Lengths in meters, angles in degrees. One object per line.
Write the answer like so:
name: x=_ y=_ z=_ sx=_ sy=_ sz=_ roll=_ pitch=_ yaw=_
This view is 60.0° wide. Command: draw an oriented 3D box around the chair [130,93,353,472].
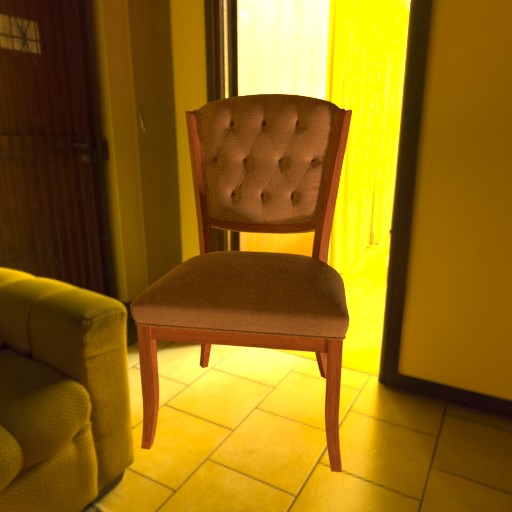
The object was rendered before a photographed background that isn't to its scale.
chair: x=0.000 y=0.000 z=1.253 sx=0.513 sy=0.905 sz=0.584 roll=3 pitch=16 yaw=9
